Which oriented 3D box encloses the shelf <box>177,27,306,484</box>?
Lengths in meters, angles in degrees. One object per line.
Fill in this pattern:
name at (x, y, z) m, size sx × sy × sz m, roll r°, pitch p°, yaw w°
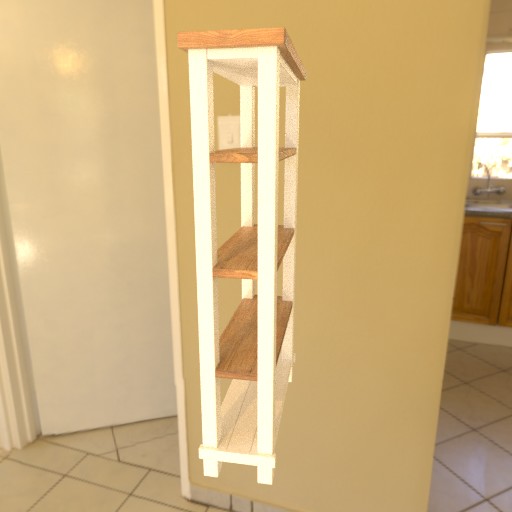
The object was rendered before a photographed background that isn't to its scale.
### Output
shelf at (0.000, 0.000, 2.249) m, size 0.381 × 1.878 × 1.022 m, roll 3°, pitch 15°, yaw 10°
